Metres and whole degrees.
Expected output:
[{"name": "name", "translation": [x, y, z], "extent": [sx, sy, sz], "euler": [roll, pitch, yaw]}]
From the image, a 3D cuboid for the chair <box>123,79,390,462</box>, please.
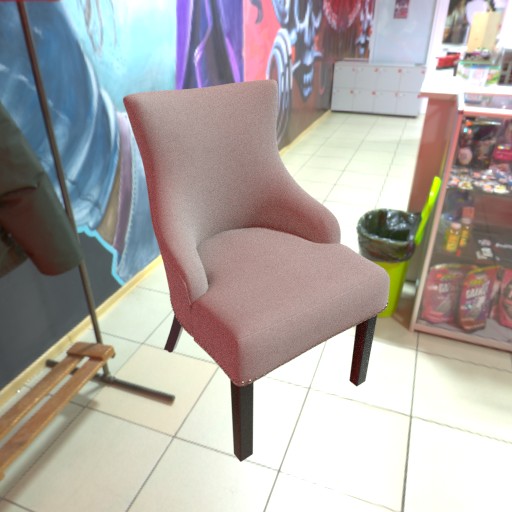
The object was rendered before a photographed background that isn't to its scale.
[{"name": "chair", "translation": [0.000, 0.000, 1.332], "extent": [0.566, 0.909, 0.629], "euler": [-20, 35, -31]}]
